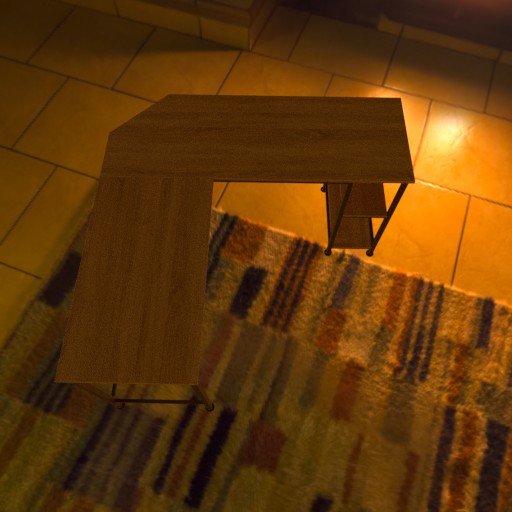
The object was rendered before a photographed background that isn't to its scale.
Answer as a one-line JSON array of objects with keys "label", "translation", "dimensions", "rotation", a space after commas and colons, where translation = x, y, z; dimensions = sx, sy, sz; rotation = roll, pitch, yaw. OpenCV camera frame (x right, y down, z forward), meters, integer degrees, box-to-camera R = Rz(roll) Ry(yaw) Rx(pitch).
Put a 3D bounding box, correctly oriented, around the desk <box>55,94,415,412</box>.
[{"label": "desk", "translation": [0.000, 0.000, 2.180], "dimensions": [1.379, 0.739, 1.379], "rotation": [1, 63, 1]}]
